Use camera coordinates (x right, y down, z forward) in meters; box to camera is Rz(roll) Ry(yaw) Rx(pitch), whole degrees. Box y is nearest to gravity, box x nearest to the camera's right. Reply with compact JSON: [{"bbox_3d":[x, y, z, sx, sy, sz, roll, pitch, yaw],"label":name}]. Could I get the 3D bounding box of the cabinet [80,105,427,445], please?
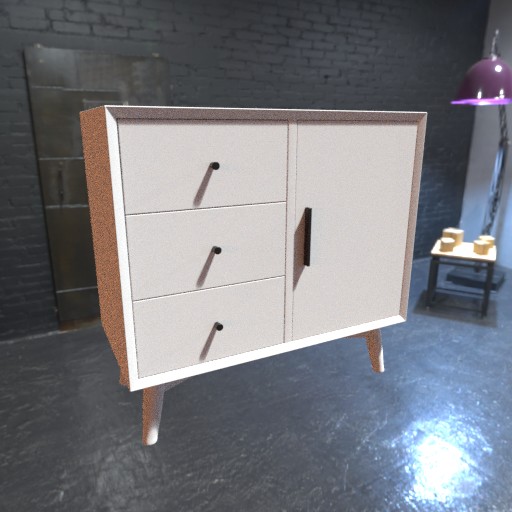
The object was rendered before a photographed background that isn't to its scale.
[{"bbox_3d":[0.000,0.000,1.232,0.800,0.761,0.398,-8,18,-26],"label":"cabinet"}]
